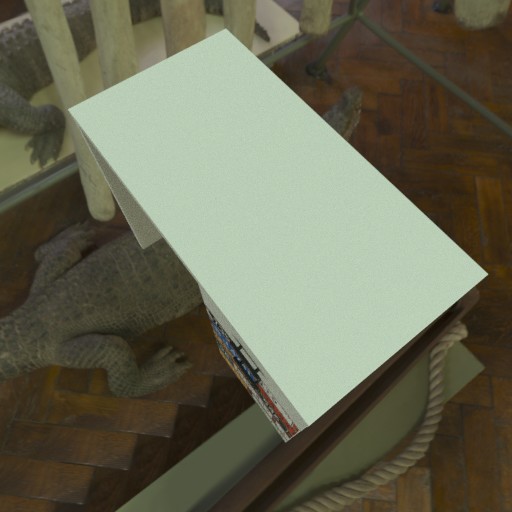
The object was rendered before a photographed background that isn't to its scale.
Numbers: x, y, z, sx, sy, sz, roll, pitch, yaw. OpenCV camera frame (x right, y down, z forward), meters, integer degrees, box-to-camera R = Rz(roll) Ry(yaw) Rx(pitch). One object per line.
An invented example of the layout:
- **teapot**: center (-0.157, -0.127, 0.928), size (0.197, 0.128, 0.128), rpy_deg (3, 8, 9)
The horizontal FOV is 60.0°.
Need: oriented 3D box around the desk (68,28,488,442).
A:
- **desk**: center (0.000, 0.000, 1.304), size (0.482, 0.730, 0.898), rpy_deg (-35, 69, -15)
